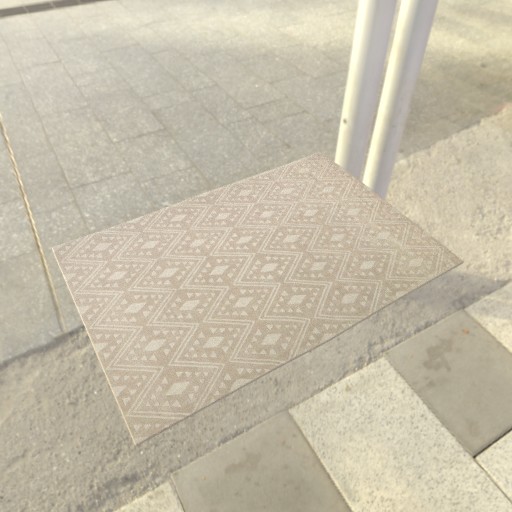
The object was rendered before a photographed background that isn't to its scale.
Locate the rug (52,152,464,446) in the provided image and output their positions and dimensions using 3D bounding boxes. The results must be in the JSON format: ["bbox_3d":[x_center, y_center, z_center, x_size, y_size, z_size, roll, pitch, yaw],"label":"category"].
[{"bbox_3d":[0.000,0.000,2.370,1.829,0.034,1.252,-24,50,-22],"label":"rug"}]
